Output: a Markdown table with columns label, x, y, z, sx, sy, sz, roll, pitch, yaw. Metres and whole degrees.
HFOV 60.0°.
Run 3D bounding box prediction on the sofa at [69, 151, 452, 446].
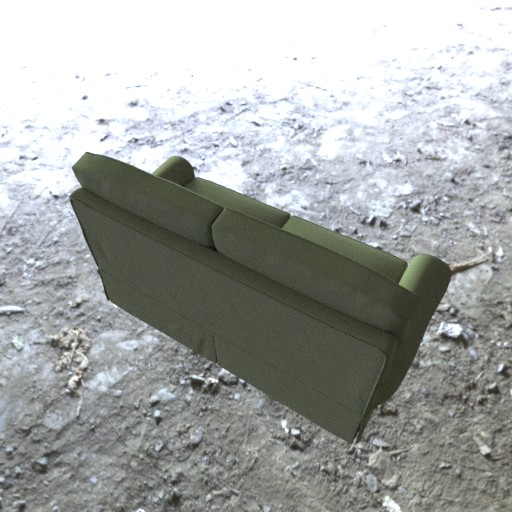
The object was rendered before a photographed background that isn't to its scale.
| label | x | y | z | sx | sy | sz | roll | pitch | yaw |
| --- | --- | --- | --- | --- | --- | --- | --- | --- | --- |
| sofa | 0.000 | 0.000 | 2.329 | 1.823 | 1.024 | 0.841 | 25 | 51 | 22 |
